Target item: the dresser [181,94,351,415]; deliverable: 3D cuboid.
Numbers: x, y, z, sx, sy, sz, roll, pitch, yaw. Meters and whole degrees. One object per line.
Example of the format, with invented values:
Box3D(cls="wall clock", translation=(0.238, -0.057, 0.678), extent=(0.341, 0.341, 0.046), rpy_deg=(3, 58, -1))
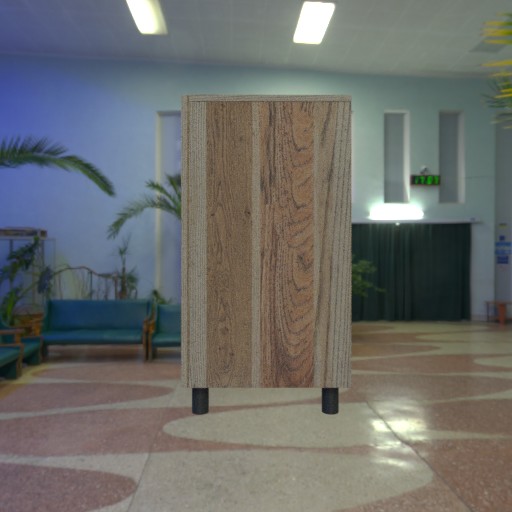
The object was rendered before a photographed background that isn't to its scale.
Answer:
Box3D(cls="dresser", translation=(0.000, 0.000, 1.919), extent=(0.487, 0.834, 1.547), rpy_deg=(0, 0, 0))
